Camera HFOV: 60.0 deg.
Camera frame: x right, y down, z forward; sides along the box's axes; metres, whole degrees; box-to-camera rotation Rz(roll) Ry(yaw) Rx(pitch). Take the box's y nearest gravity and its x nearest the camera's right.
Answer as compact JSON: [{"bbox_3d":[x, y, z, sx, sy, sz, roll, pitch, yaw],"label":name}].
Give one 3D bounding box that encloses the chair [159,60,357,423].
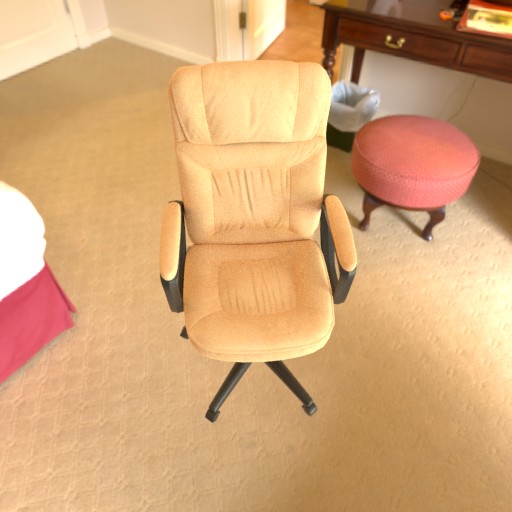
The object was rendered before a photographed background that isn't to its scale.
[{"bbox_3d":[0.000,0.000,1.560,0.667,1.105,0.724,-3,47,-3],"label":"chair"}]
